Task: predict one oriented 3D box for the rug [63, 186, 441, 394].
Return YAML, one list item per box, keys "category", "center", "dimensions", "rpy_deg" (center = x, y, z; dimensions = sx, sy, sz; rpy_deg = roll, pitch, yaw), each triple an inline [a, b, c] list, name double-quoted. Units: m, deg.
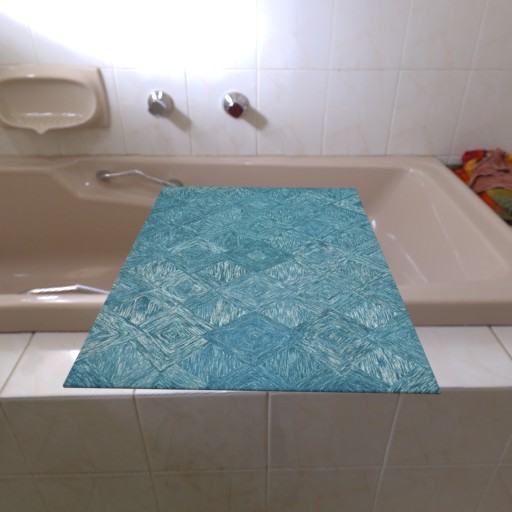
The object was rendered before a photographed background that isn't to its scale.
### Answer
- category: "rug"
  center: [0.000, 0.000, 4.173]
  dimensions: [2.405, 0.027, 3.217]
  rpy_deg: [1, 32, 1]
